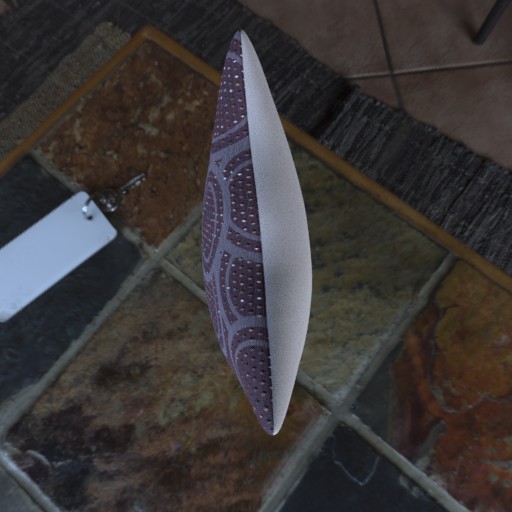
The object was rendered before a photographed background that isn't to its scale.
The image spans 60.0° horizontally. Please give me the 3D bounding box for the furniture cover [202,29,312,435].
[{"bbox_3d":[0.000,0.000,0.808,0.193,0.509,0.552,-4,75,-1],"label":"furniture cover"}]
